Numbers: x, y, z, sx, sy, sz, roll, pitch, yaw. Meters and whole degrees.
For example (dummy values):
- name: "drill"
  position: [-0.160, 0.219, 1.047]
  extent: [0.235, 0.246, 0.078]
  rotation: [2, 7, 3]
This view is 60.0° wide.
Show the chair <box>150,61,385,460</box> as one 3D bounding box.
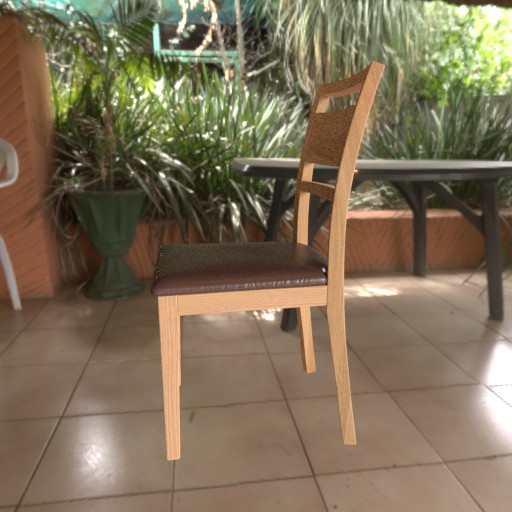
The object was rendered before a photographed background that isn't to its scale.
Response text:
- name: "chair"
  position: [0.000, 0.000, 1.216]
  extent: [0.545, 0.940, 0.420]
  rotation: [-2, 14, -9]
